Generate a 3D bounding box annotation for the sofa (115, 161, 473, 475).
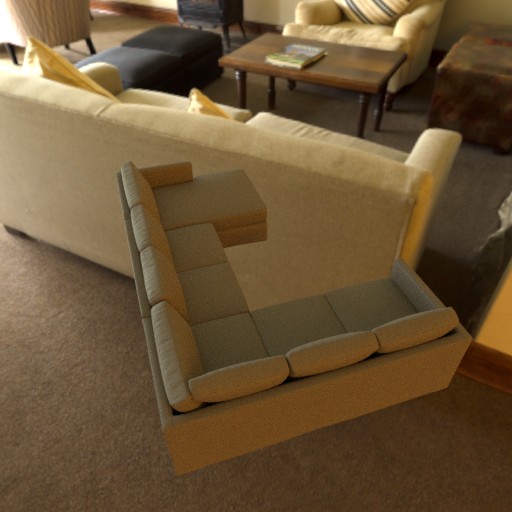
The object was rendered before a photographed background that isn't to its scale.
[{"bbox_3d":[0.000,0.000,4.546,2.427,0.882,3.460,-12,43,-14],"label":"sofa"}]
